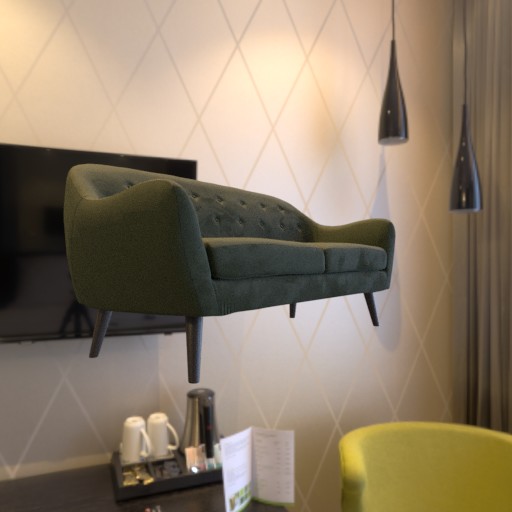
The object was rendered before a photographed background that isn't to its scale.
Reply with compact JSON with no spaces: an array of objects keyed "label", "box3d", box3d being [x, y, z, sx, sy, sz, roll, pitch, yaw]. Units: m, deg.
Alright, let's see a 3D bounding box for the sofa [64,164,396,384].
[{"label":"sofa","box3d":[0.000,0.000,2.262,0.820,0.836,1.840,0,0,38]}]
